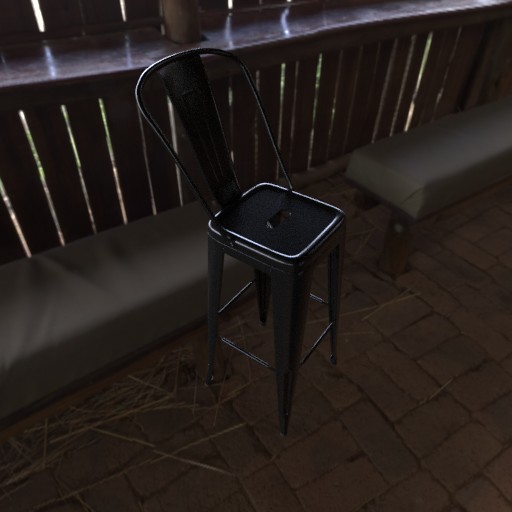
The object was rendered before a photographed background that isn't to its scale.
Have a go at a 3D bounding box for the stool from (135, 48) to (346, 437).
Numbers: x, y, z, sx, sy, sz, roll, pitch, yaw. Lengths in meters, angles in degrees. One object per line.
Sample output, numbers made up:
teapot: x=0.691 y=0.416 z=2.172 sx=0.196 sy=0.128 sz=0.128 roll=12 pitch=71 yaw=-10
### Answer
stool: x=0.000 y=0.000 z=1.366 sx=0.513 sy=1.096 sz=0.399 roll=25 pitch=46 yaw=27
